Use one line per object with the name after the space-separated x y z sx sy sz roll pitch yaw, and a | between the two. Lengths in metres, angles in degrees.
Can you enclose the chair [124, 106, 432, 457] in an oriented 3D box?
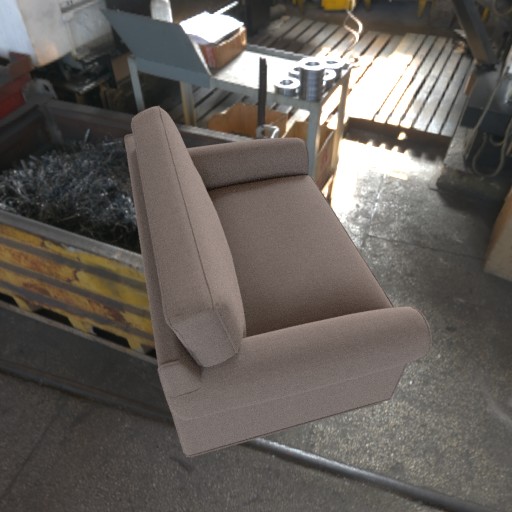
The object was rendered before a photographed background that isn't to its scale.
0.000 0.000 1.951 0.930 0.930 1.390 -12 47 -11 | chair
